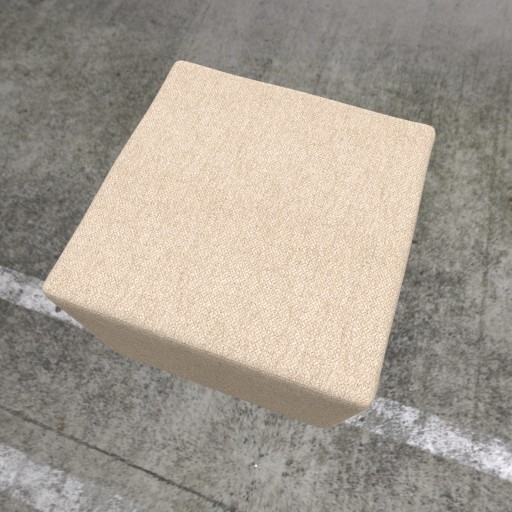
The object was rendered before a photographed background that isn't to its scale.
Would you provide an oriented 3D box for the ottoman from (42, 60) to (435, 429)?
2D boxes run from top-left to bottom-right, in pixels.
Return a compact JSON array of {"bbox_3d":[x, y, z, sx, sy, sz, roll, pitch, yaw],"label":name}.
[{"bbox_3d":[0.000,0.000,0.879,0.508,0.432,0.508,18,66,8],"label":"ottoman"}]
